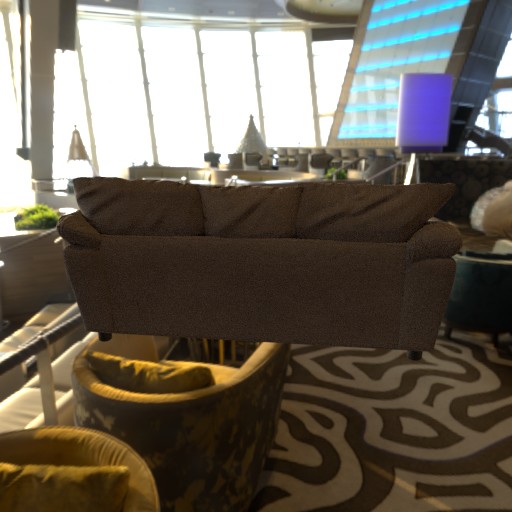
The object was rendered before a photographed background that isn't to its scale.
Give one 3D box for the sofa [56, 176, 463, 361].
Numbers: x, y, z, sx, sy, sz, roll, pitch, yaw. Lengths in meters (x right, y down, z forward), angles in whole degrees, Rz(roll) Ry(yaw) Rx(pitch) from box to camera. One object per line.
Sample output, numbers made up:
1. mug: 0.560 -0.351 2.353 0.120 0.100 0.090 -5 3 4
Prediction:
1. sofa: 0.000 0.000 2.895 2.390 1.043 0.927 2 14 8
